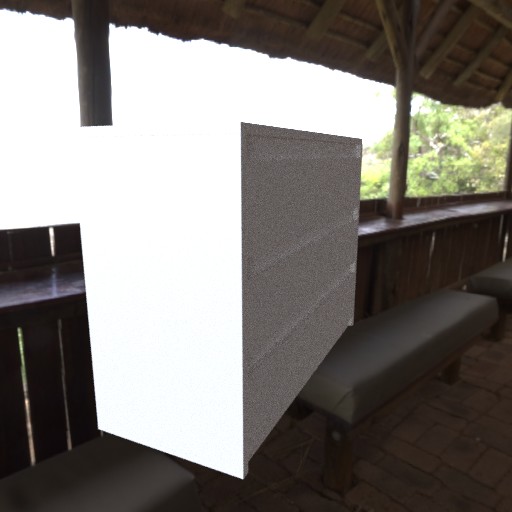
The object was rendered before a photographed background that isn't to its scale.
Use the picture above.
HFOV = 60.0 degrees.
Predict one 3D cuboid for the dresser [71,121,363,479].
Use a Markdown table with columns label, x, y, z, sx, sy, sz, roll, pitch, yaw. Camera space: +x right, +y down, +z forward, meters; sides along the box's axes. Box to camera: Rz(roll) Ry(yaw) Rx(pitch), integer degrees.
| label | x | y | z | sx | sy | sz | roll | pitch | yaw |
| --- | --- | --- | --- | --- | --- | --- | --- | --- | --- |
| dresser | 0.000 | 0.000 | 1.546 | 0.460 | 0.820 | 1.100 | 6 | 14 | 25 |
